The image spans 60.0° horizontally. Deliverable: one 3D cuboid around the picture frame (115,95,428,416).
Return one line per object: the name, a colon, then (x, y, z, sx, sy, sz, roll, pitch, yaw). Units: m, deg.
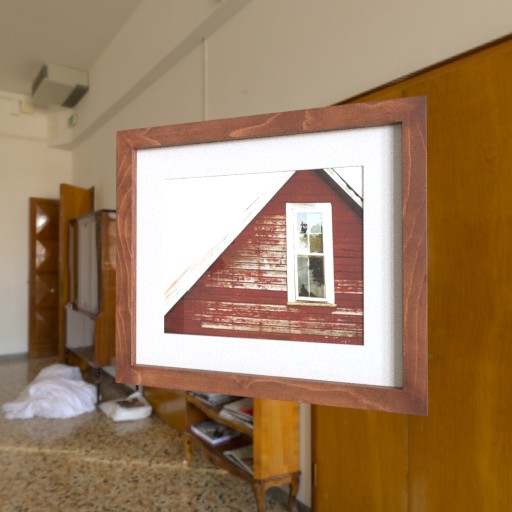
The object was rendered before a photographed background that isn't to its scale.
picture frame: (0.000, 0.000, 0.530, 0.381, 0.330, 0.025, 0, -1, 19)
